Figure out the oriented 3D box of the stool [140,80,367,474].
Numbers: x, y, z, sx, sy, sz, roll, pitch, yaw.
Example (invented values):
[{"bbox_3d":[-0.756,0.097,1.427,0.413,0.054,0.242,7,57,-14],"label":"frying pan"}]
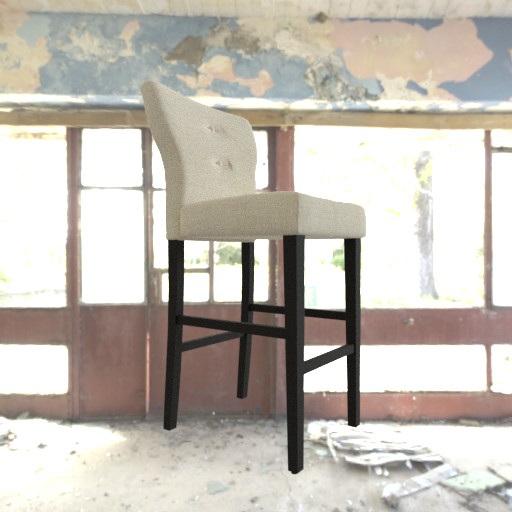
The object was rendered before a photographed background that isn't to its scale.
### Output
[{"bbox_3d":[0.000,0.000,1.463,0.603,1.124,0.516,0,1,36],"label":"stool"}]
